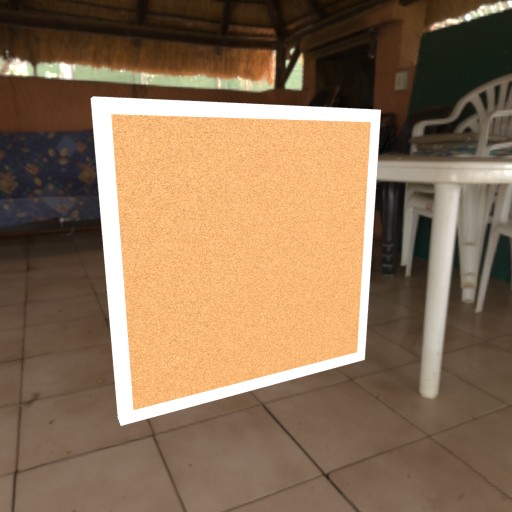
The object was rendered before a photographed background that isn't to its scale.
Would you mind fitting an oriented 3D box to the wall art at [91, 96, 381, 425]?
[{"bbox_3d":[0.000,0.000,1.177,0.762,0.762,0.038,-7,16,-26],"label":"wall art"}]
